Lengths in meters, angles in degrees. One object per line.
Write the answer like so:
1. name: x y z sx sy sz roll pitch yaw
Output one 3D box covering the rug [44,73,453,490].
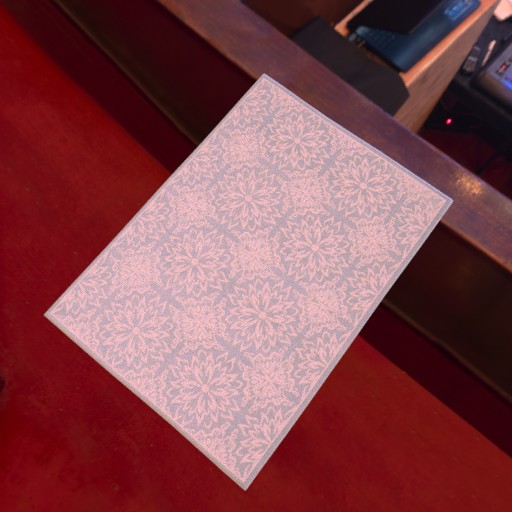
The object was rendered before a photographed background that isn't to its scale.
1. rug: 0.000 0.000 2.823 1.589 0.014 2.205 37 78 9
